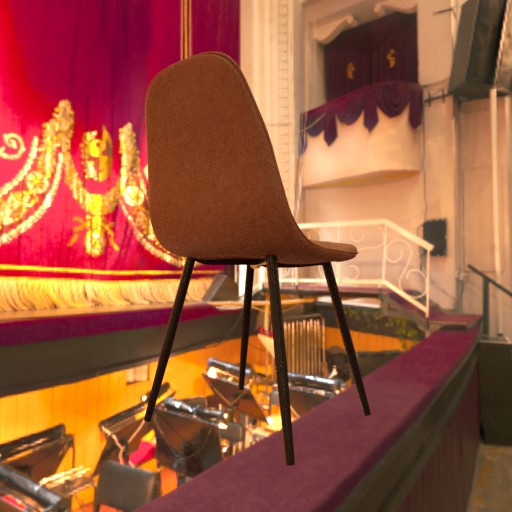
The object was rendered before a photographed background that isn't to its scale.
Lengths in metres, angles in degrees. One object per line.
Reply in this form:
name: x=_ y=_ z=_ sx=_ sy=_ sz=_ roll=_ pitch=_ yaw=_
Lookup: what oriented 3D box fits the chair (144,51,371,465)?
chair: x=0.000 y=0.000 z=1.217 sx=0.472 sy=0.889 sz=0.561 roll=-1 pitch=-2 yaw=37
